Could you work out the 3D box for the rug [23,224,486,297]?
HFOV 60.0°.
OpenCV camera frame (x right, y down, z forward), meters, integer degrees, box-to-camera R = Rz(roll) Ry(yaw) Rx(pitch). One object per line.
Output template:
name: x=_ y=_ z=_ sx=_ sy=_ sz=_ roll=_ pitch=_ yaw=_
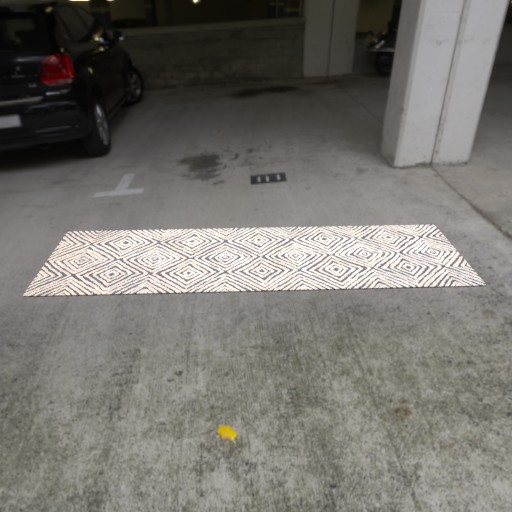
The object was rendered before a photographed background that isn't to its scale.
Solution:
rug: x=0.000 y=0.000 z=2.462 sx=2.277 sy=0.008 sz=0.676 roll=-1 pitch=31 yaw=-2
